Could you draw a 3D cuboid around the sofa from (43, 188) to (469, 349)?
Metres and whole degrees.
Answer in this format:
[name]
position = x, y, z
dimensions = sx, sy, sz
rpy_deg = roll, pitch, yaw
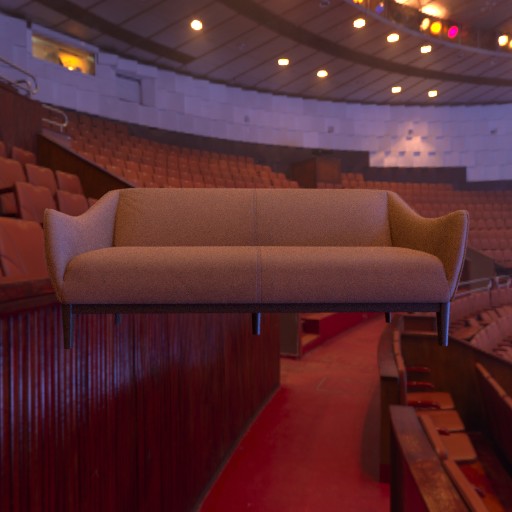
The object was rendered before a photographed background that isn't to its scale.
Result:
[sofa]
position = 0.000, 0.000, 2.384
dimensions = 1.928, 0.830, 0.869
rpy_deg = 0, 1, -2
